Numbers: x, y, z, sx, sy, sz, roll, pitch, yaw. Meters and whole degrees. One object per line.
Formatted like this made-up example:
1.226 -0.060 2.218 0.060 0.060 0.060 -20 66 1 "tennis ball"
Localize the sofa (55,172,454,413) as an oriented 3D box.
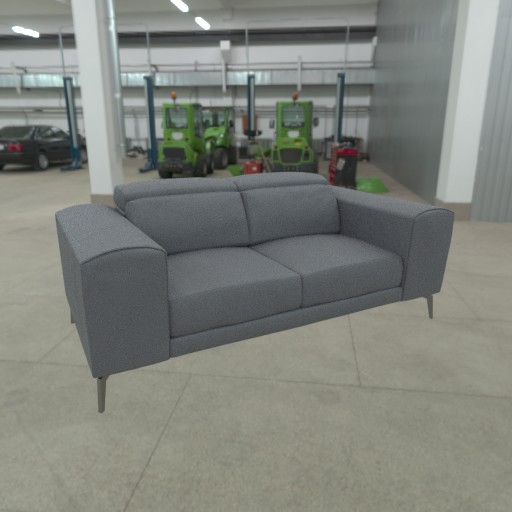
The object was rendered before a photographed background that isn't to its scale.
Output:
0.000 0.000 2.390 1.895 0.779 1.003 -9 19 -27 "sofa"
